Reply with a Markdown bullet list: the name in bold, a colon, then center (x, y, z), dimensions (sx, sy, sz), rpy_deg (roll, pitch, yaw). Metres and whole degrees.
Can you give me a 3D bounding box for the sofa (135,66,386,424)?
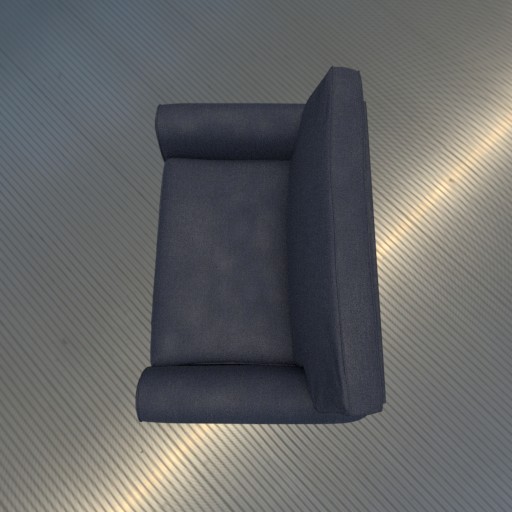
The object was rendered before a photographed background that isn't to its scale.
- **sofa**: center (0.000, 0.000, 1.999), dimensions (0.938, 1.004, 1.405), rpy_deg (0, 75, 0)
